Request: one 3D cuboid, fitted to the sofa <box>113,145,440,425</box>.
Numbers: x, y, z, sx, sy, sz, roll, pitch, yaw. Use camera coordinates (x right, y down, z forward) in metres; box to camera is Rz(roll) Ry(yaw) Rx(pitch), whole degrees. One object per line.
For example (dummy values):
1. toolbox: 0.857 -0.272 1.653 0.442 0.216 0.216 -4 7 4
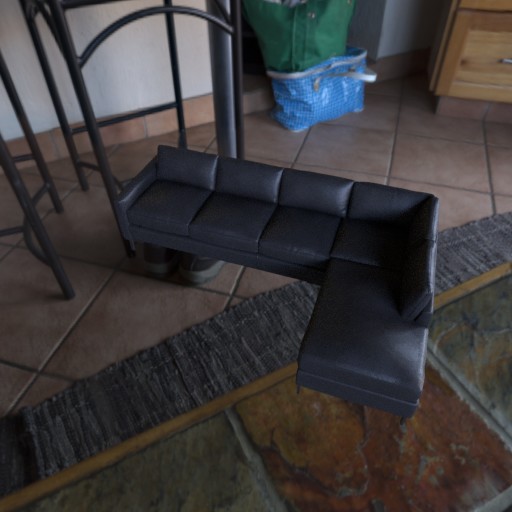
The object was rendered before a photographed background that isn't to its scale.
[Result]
1. sofa: 0.000 0.000 3.944 2.984 0.877 1.938 13 45 14
